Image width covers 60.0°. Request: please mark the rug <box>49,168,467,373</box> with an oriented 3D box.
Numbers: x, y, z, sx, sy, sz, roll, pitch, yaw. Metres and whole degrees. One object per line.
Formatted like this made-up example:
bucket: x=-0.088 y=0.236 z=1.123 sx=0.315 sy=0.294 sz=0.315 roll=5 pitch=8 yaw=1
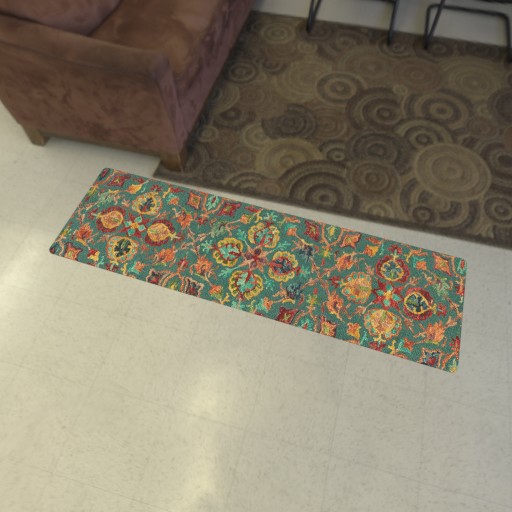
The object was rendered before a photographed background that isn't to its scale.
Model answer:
rug: x=0.000 y=0.000 z=2.516 sx=2.286 sy=0.013 sz=0.686 roll=15 pitch=60 yaw=9
